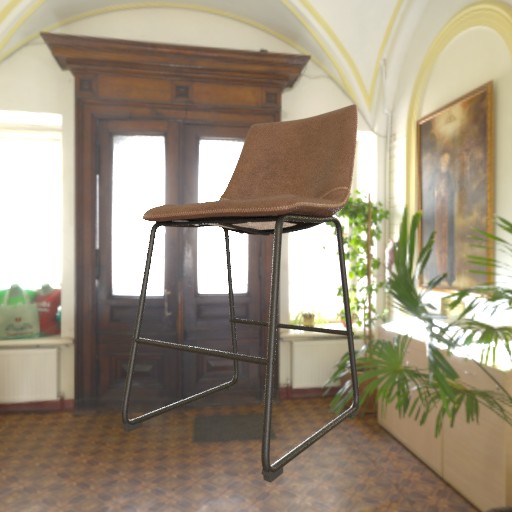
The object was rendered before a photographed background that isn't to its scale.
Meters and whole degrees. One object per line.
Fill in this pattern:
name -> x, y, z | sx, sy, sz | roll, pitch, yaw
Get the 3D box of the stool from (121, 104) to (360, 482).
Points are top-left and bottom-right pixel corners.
stool -> 0.000, 0.000, 1.212 | 0.460, 0.890, 0.550 | 0, 1, 35
